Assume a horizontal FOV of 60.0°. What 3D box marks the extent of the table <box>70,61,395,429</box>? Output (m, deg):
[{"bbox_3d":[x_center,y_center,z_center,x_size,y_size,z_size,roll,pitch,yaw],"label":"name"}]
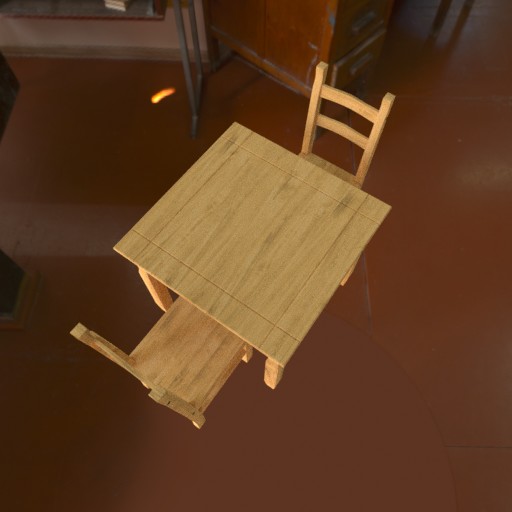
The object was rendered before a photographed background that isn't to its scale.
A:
[{"bbox_3d":[0.000,0.000,2.034,0.813,0.942,1.501,32,67,15],"label":"table"}]
